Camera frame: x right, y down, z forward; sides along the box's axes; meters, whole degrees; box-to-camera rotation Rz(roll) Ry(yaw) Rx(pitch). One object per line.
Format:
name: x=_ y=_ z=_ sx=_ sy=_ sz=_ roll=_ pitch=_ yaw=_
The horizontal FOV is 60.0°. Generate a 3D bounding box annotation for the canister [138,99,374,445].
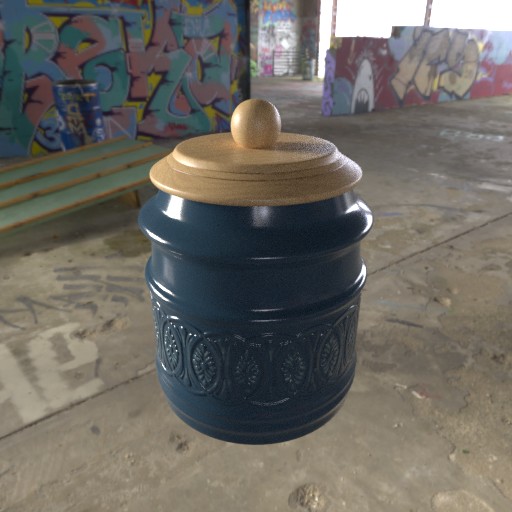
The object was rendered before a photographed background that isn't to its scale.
canister: x=0.000 y=0.000 z=0.263 sx=0.130 sy=0.176 sz=0.130 roll=0 pitch=25 yaw=0
